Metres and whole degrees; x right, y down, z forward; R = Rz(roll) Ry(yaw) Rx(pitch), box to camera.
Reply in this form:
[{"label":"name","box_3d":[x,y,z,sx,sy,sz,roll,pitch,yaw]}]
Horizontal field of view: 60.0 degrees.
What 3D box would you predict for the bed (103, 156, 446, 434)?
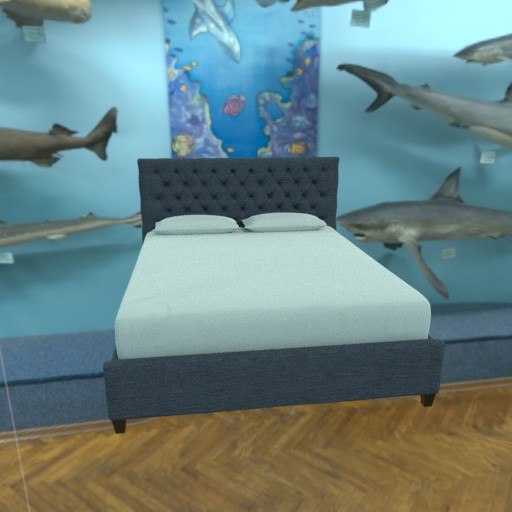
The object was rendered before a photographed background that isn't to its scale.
[{"label":"bed","box_3d":[0.000,0.000,3.643,2.078,1.427,2.387,-2,17,-7]}]
